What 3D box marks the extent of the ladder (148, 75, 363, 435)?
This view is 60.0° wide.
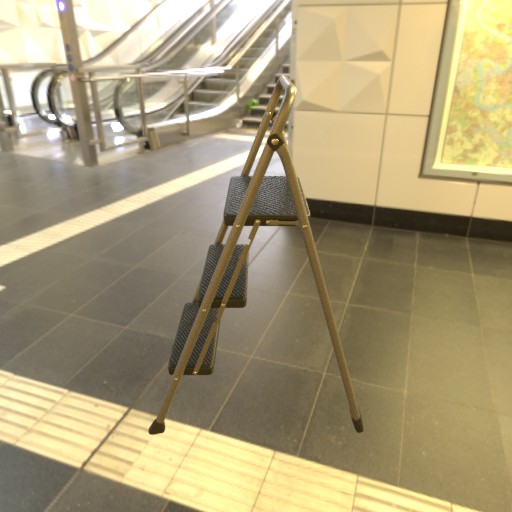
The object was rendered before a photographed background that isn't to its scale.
[{"bbox_3d":[0.000,0.000,1.272,0.629,0.945,0.430,0,26,0],"label":"ladder"}]
